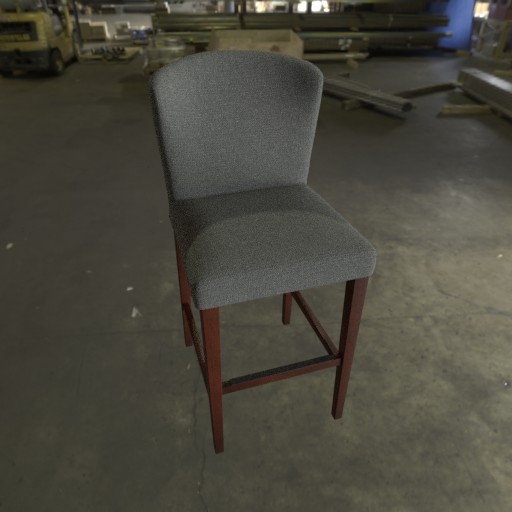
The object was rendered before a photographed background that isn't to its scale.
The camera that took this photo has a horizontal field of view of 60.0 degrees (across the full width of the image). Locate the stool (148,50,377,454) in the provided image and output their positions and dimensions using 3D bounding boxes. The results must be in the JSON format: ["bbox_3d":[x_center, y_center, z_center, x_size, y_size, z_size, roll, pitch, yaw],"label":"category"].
[{"bbox_3d":[0.000,0.000,1.341,0.486,1.069,0.568,-10,35,-15],"label":"stool"}]
